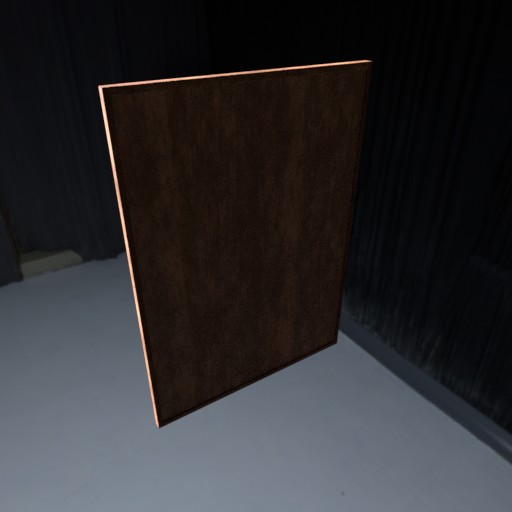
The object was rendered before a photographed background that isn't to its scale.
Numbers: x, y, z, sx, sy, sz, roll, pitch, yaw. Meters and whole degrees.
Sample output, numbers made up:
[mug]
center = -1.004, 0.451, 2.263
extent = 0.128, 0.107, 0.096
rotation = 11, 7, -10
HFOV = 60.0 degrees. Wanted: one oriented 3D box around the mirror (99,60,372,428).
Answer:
[mirror]
center = 0.000, 0.000, 1.415
extent = 0.796, 1.099, 0.028
rotation = -18, 35, -27
